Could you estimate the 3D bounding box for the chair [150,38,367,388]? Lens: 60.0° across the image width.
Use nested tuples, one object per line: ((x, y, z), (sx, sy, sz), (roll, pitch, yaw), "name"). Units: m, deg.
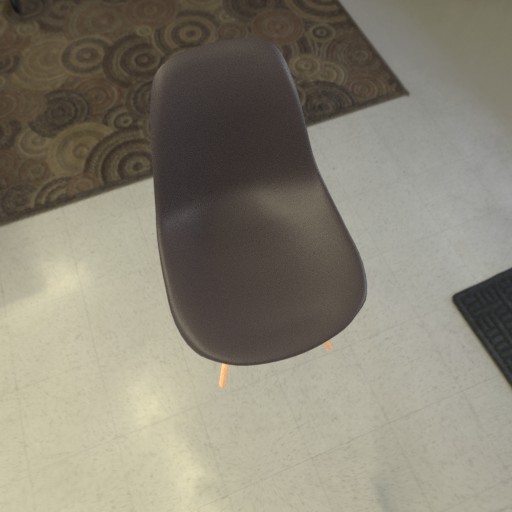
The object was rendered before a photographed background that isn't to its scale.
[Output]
((0.000, 0.000, 1.107), (0.470, 0.825, 0.533), (-17, 65, -8), "chair")
